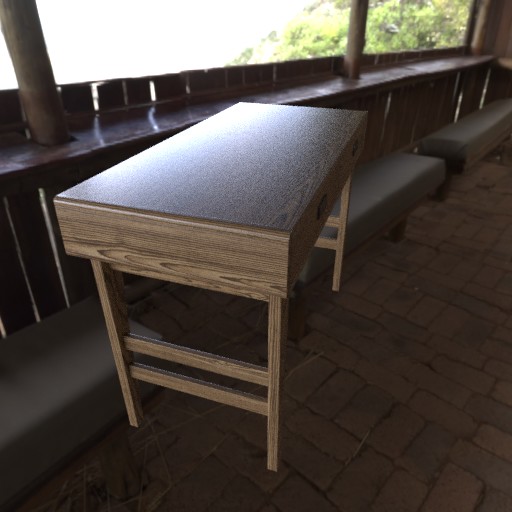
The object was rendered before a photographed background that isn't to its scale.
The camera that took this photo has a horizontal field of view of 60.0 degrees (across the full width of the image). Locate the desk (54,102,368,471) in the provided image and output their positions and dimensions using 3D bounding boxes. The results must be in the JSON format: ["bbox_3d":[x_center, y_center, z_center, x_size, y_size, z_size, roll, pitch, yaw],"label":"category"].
[{"bbox_3d":[0.000,0.000,1.459,0.508,0.755,1.067,10,31,17],"label":"desk"}]
